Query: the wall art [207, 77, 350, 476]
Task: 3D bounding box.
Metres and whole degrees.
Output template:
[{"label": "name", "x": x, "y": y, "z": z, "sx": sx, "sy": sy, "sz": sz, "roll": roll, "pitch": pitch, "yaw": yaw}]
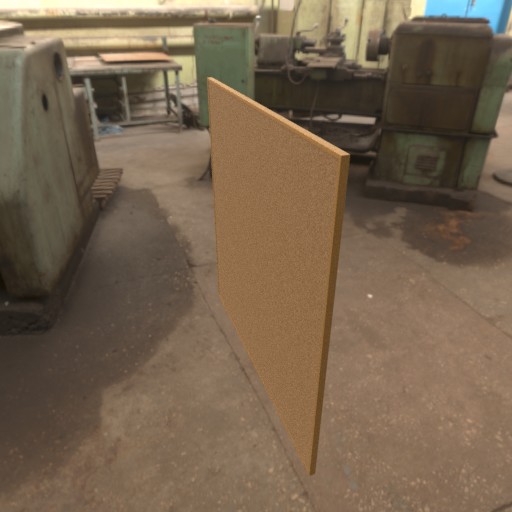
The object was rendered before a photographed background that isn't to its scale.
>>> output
[{"label": "wall art", "x": 0.000, "y": 0.000, "z": 0.988, "sx": 0.014, "sy": 0.655, "sz": 0.657, "roll": -11, "pitch": 32, "yaw": -17}]
